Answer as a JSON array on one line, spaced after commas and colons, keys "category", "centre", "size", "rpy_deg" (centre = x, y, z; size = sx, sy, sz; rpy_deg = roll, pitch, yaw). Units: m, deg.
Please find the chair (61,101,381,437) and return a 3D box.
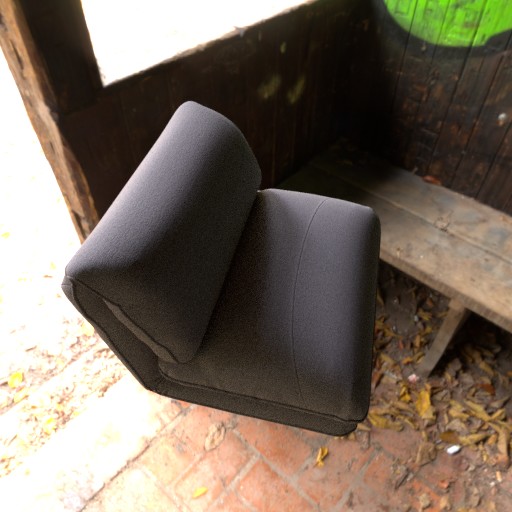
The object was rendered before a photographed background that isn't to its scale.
[{"category": "chair", "centre": [0.000, 0.000, 1.367], "size": [0.780, 0.580, 0.820], "rpy_deg": [10, 48, 9]}]
